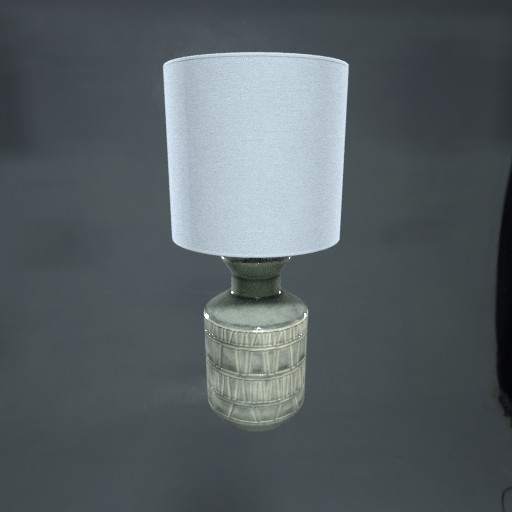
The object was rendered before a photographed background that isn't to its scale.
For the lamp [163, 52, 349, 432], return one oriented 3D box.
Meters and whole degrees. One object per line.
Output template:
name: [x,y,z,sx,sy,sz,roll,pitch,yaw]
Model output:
lamp: [0.000,0.000,0.576,0.211,0.455,0.211,-2,16,-6]
